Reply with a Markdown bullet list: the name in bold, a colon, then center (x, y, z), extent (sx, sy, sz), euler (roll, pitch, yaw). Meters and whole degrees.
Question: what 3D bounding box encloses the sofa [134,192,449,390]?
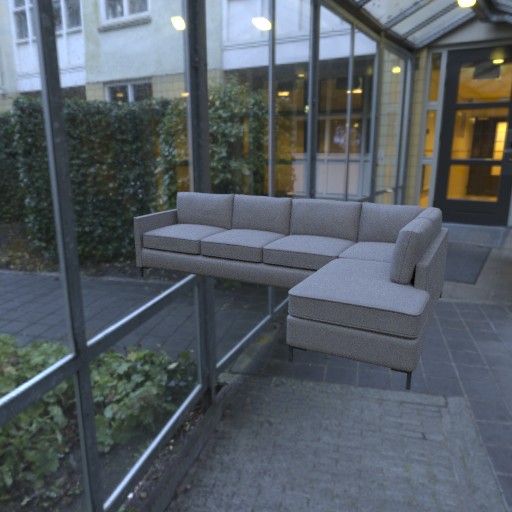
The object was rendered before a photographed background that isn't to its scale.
- **sofa**: center (0.000, 0.000, 4.314), extent (3.331, 0.964, 2.077), euler (7, 15, 27)
